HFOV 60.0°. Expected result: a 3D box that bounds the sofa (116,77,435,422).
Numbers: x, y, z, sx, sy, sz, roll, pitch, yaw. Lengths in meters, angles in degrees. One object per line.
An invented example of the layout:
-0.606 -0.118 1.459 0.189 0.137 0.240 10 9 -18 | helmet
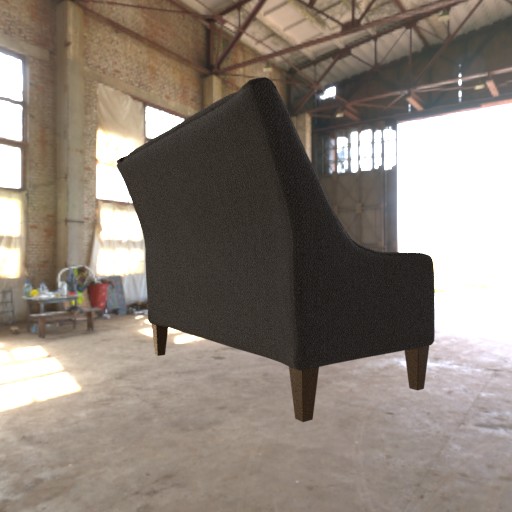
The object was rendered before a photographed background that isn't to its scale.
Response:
0.000 0.000 1.964 0.873 1.022 1.242 0 -1 -35 | sofa
